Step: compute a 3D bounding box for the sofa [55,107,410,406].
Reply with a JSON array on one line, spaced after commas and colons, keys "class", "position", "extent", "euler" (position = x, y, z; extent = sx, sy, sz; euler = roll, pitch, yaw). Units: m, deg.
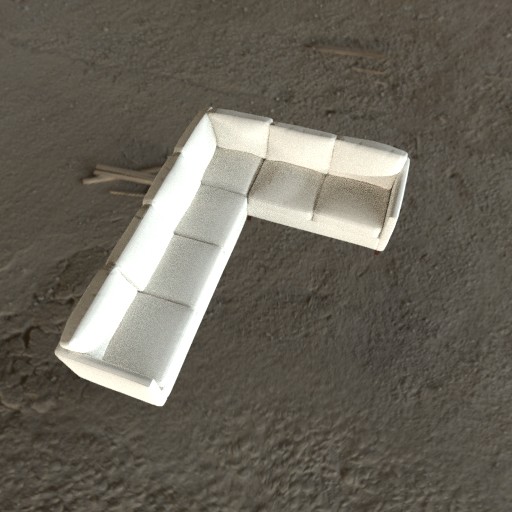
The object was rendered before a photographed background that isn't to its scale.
[{"class": "sofa", "position": [0.000, 0.000, 4.553], "extent": [2.593, 0.947, 3.302], "euler": [16, 59, 10]}]
